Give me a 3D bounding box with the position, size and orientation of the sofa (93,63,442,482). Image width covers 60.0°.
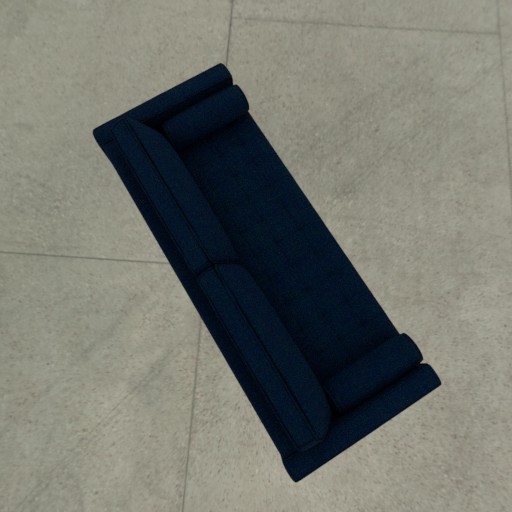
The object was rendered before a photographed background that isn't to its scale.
[{"bbox_3d":[0.000,0.000,2.581,0.914,0.762,2.210,-31,78,-7],"label":"sofa"}]
